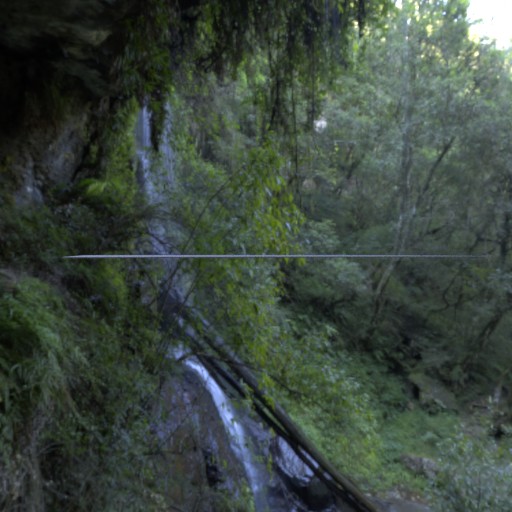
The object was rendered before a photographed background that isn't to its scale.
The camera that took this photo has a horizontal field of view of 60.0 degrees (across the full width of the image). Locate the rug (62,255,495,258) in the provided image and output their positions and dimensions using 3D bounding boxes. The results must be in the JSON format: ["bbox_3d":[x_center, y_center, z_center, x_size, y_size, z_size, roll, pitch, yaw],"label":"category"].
[{"bbox_3d":[0.000,0.000,4.049,3.045,0.008,2.421,0,0,-18],"label":"rug"}]
